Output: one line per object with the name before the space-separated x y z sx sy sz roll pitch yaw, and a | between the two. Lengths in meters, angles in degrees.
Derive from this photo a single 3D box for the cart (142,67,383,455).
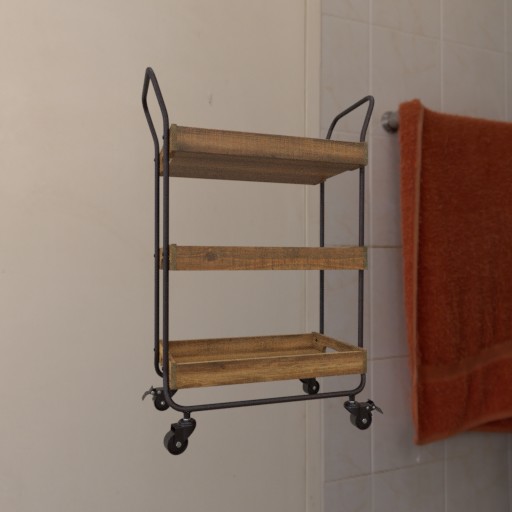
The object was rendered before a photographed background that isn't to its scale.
cart | 0.000 0.000 1.177 0.583 0.857 0.339 0 -1 -17
